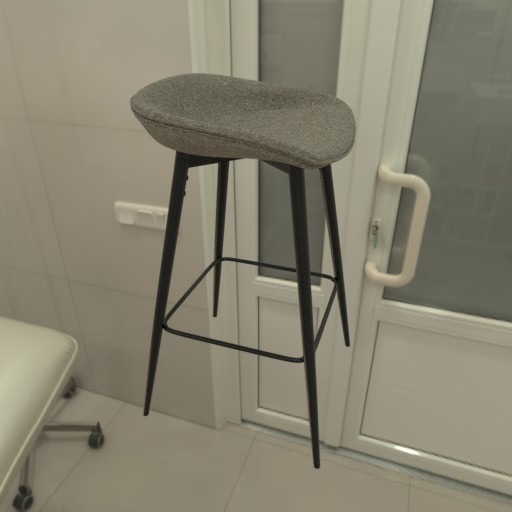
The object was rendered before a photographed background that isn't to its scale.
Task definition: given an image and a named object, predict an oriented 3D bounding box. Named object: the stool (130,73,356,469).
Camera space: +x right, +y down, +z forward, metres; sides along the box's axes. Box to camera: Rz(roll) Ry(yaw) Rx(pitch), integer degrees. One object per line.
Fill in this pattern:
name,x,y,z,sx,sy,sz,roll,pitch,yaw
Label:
stool,0.000,0.000,1.101,0.480,0.814,0.469,10,31,17
